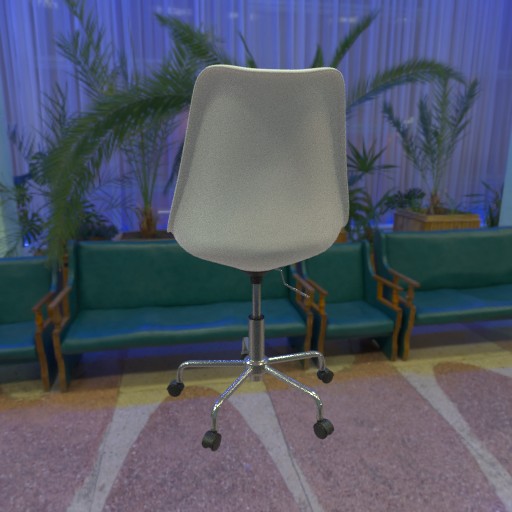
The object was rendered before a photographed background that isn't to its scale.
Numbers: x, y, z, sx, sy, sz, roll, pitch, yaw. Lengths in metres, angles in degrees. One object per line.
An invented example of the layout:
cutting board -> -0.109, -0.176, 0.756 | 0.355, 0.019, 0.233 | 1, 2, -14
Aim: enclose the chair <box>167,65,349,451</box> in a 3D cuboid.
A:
chair -> 0.000, 0.000, 1.265 | 0.550, 0.930, 0.550 | -2, 14, -8
